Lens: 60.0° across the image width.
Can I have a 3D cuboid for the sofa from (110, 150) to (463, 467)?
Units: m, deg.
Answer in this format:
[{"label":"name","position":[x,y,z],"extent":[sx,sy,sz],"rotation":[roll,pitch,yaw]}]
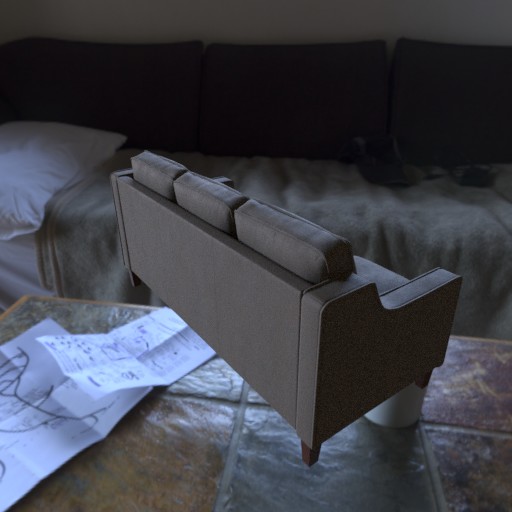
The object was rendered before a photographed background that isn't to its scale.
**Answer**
[{"label":"sofa","position":[0.000,0.000,2.552],"extent":[0.911,0.974,1.986],"rotation":[-18,31,-32]}]
